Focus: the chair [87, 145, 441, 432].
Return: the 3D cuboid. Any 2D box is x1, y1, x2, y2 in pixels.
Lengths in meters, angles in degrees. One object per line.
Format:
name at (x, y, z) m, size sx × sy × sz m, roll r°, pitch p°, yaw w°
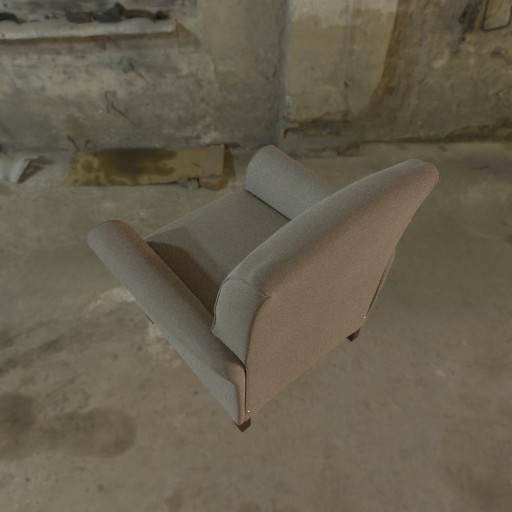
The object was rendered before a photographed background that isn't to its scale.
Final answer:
chair at (0.000, 0.000, 1.747) m, size 0.978 × 1.061 × 0.905 m, roll -31°, pitch 54°, yaw -27°
